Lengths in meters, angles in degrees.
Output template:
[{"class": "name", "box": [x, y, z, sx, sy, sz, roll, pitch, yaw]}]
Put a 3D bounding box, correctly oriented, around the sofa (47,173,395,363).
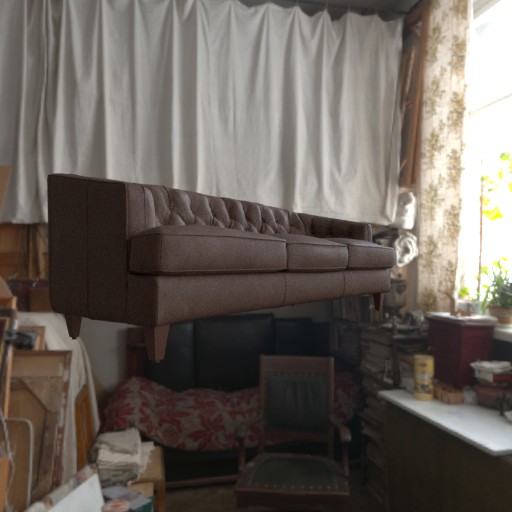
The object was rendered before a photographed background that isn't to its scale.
[{"class": "sofa", "box": [0.000, 0.000, 2.605, 0.927, 0.787, 2.227, -1, -1, 37]}]
